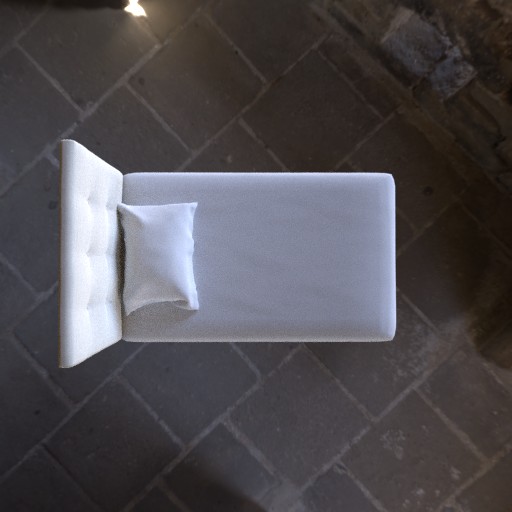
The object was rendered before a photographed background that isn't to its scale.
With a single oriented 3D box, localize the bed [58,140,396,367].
[{"bbox_3d":[0.000,0.000,2.975,1.997,1.571,1.261,0,89,0],"label":"bed"}]
